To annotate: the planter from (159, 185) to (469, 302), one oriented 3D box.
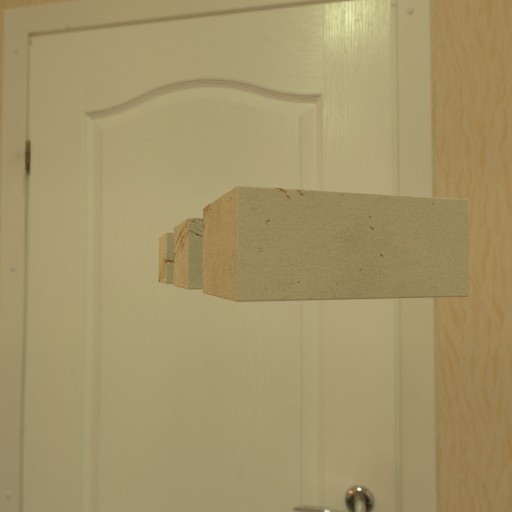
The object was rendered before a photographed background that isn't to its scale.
[{"bbox_3d":[0.000,0.000,0.372,0.127,0.051,0.333,1,-2,-18],"label":"planter"}]
